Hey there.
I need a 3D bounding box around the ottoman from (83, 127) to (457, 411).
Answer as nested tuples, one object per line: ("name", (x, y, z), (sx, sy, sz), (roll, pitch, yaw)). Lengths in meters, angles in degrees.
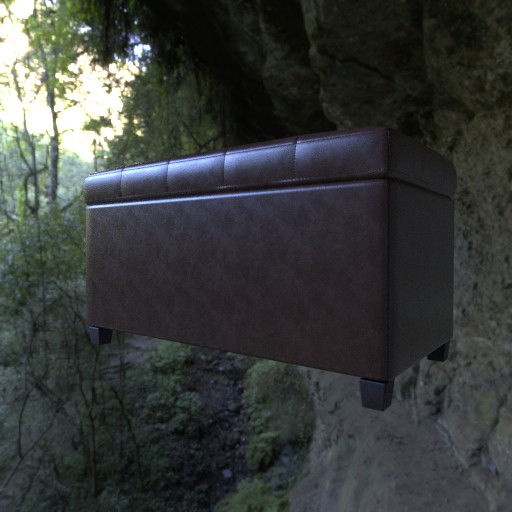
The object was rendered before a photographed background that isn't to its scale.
("ottoman", (0.000, 0.000, 1.096), (0.838, 0.470, 0.432), (1, 2, 37))
